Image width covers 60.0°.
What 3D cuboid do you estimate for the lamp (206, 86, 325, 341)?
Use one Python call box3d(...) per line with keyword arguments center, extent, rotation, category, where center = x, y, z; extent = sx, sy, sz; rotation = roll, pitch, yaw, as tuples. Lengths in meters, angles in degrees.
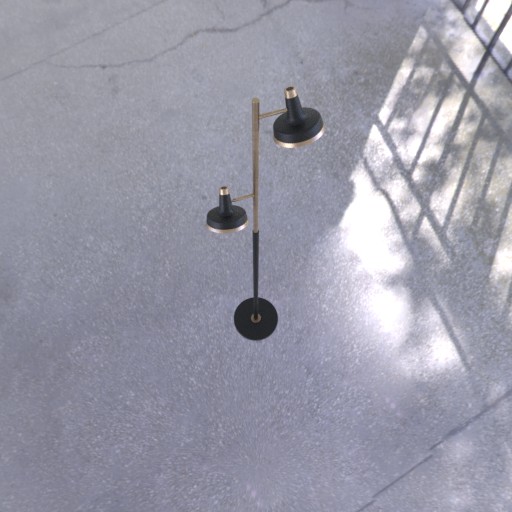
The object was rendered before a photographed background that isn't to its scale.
box3d(center=(0.000, 0.000, 1.781), extent=(0.351, 1.674, 0.253), rotation=(-17, 66, -8), category="lamp")
